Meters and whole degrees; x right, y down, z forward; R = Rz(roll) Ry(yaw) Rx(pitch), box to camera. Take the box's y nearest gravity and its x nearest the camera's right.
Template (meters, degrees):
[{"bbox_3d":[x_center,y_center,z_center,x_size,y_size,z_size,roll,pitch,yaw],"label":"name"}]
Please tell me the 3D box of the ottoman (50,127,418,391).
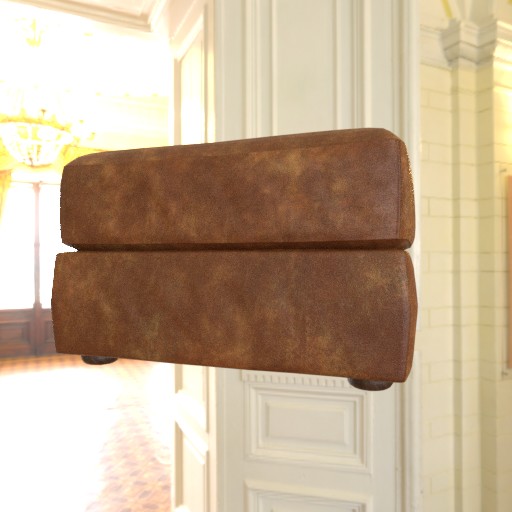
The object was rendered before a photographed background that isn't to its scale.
[{"bbox_3d":[0.000,0.000,1.099,0.751,0.476,0.603,0,0,19],"label":"ottoman"}]
